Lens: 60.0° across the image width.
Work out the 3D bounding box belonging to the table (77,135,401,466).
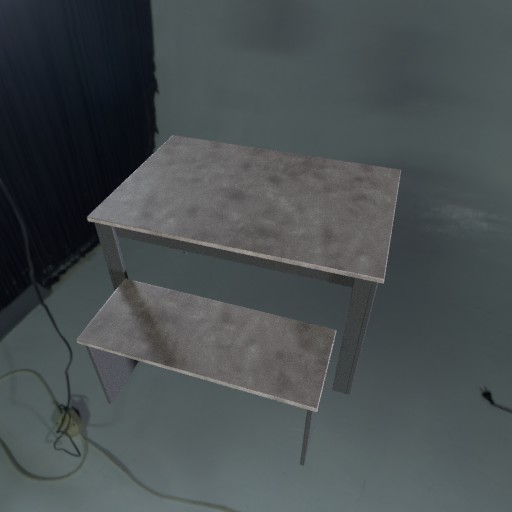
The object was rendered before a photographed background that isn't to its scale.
[{"bbox_3d":[0.000,0.000,2.036,1.100,0.700,1.443,12,42,14],"label":"table"}]
